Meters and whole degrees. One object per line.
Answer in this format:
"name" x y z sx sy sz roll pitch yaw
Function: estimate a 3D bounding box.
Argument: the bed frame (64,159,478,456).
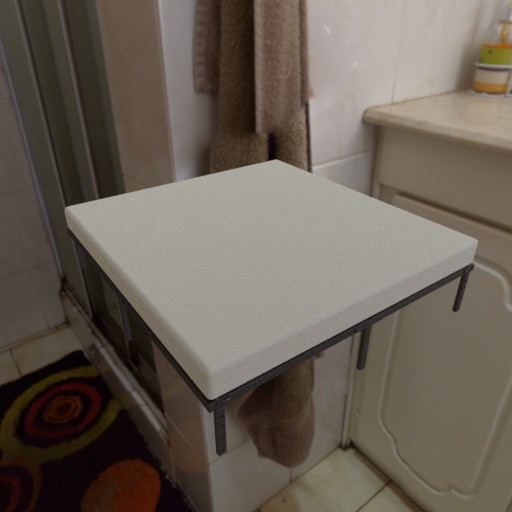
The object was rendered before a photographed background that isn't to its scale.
"bed frame" 0.000 0.000 3.958 2.526 0.680 2.635 -20 35 -31
